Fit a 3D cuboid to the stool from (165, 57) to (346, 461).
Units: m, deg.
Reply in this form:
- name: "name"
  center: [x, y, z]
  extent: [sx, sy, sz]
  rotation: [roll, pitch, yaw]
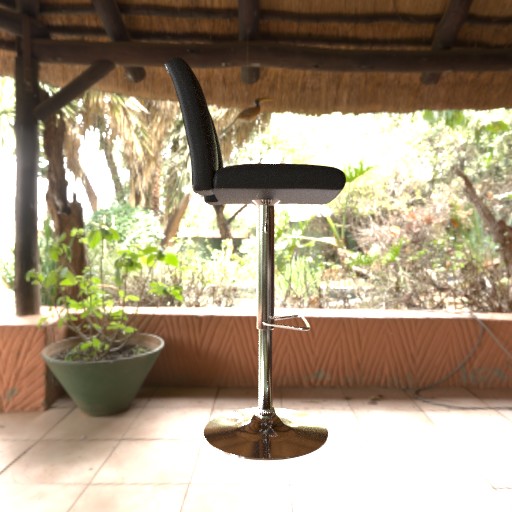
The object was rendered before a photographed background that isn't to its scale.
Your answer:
- name: "stool"
  center: [0.000, 0.000, 1.453]
  extent: [0.520, 1.151, 0.415]
  rotation: [0, 0, 0]
